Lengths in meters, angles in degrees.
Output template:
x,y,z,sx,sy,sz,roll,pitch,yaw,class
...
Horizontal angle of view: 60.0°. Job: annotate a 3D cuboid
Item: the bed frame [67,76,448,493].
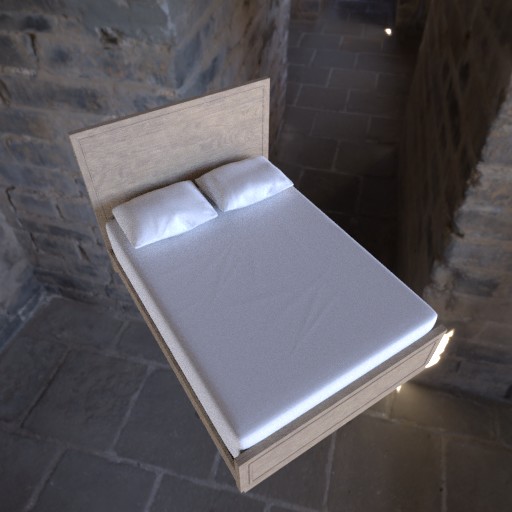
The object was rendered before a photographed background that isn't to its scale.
x,y,z,sx,sy,sz,roll,pitch,yaw,class
0.000,0.000,3.123,1.606,1.369,2.189,-25,51,-22,bed frame
